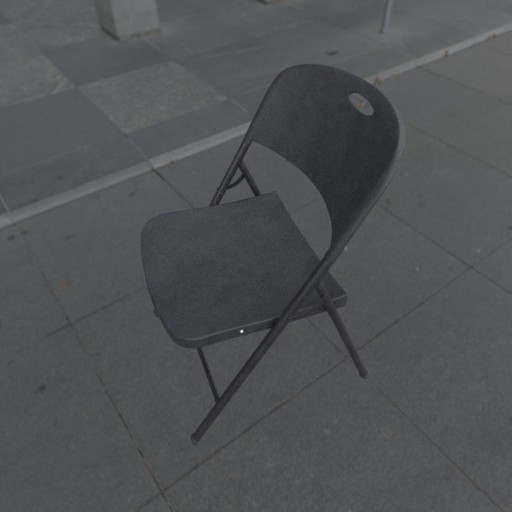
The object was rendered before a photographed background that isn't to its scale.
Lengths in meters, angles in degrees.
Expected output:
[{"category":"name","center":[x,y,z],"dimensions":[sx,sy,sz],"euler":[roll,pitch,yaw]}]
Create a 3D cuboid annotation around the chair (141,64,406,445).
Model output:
[{"category":"chair","center":[0.000,0.000,1.148],"dimensions":[0.567,0.810,0.494],"euler":[-16,48,-15]}]
